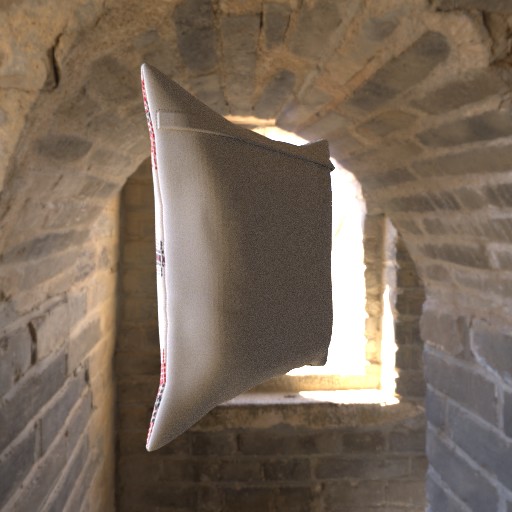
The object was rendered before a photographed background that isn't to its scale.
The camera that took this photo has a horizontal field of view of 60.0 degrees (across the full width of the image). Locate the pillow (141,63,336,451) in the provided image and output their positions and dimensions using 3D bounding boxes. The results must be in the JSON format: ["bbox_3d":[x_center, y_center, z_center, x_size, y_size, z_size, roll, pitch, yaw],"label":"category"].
[{"bbox_3d":[0.000,0.000,0.705,0.160,0.454,0.463,1,2,36],"label":"pillow"}]
